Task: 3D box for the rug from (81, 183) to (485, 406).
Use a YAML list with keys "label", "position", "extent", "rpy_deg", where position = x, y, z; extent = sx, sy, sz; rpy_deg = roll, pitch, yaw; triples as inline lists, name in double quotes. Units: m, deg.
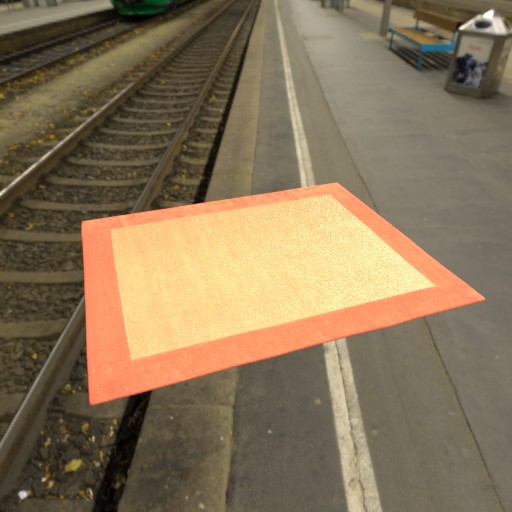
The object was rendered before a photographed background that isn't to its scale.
- label: "rug"
  position: [0.000, 0.000, 4.013]
  extent: [2.976, 0.018, 2.430]
  rpy_deg: [-11, 34, -17]
